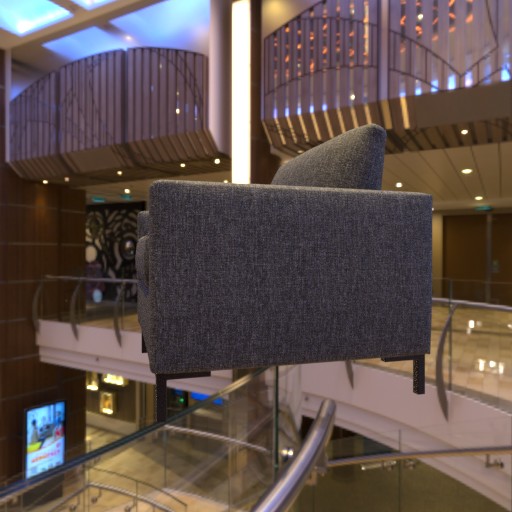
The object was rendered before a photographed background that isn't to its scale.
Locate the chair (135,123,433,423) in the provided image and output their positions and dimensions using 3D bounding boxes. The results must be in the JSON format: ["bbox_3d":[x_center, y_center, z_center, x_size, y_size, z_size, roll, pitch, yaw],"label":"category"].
[{"bbox_3d":[0.000,0.000,1.675,0.866,0.861,0.963,0,0,-17],"label":"chair"}]
